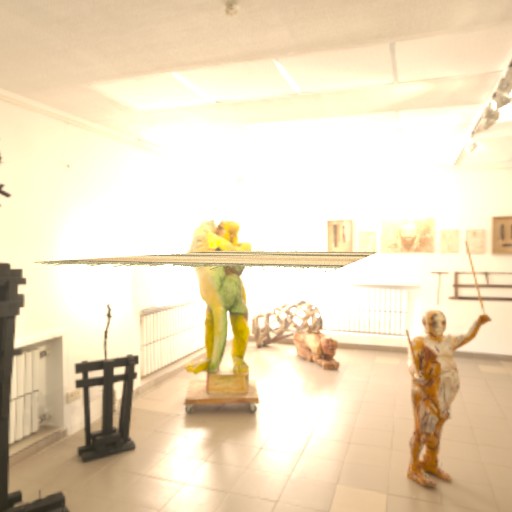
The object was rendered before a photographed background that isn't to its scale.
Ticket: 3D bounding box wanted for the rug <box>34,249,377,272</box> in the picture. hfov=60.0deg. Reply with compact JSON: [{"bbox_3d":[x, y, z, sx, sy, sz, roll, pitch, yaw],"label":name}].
[{"bbox_3d":[0.000,0.000,2.538,1.224,0.027,2.021,1,2,19],"label":"rug"}]
